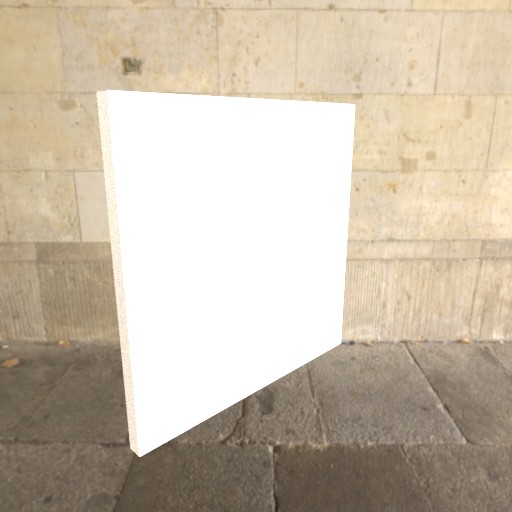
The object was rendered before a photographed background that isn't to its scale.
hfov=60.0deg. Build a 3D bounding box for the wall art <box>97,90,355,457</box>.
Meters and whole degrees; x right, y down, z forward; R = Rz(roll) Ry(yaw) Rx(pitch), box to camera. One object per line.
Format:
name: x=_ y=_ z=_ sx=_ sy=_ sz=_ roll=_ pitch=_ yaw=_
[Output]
wall art: x=0.000 y=0.000 z=1.141 sx=0.762 sy=0.762 sz=0.040 roll=-15 pitch=22 yaw=-42
